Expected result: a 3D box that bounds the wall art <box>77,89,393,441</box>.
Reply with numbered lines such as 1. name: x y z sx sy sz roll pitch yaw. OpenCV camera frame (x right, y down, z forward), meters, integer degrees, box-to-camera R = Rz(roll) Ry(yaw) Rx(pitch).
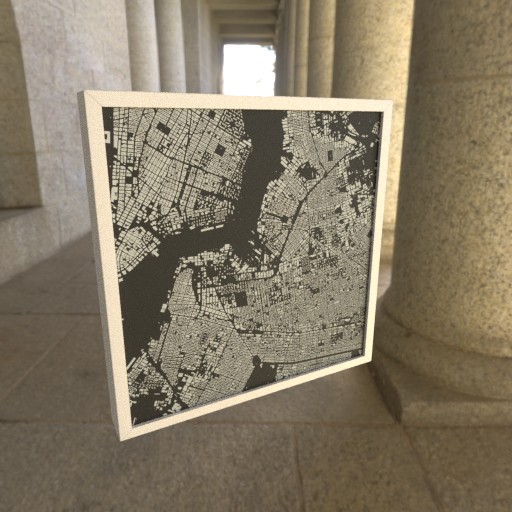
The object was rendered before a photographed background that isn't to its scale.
1. wall art: 0.000 0.000 0.451 0.305 0.305 0.037 -9 19 -27
